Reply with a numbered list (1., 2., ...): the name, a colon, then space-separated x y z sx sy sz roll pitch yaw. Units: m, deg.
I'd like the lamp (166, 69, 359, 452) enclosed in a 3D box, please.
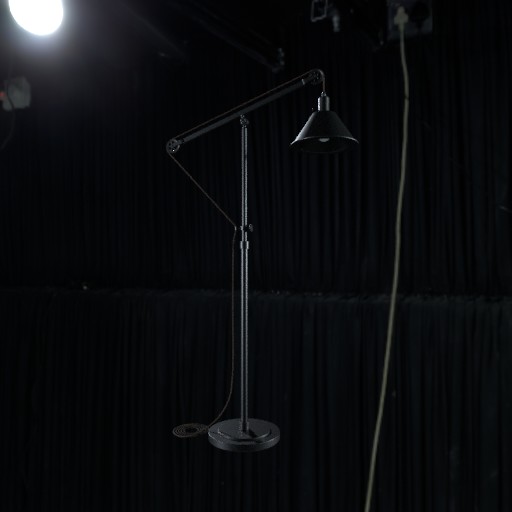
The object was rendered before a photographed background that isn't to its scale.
1. lamp: 0.000 0.000 1.992 0.904 1.626 0.319 0 -1 17
